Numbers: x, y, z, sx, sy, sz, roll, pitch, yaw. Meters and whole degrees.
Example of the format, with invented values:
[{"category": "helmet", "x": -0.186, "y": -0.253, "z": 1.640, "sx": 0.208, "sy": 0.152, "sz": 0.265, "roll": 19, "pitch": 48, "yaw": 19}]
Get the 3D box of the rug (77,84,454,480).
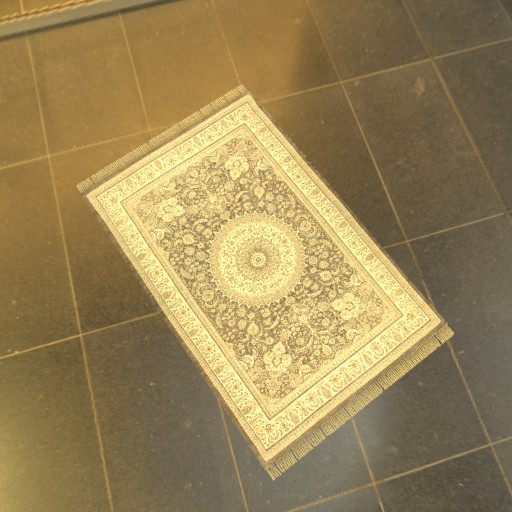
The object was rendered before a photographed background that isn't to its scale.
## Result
[{"category": "rug", "x": 0.000, "y": 0.000, "z": 4.366, "sx": 2.143, "sy": 0.015, "sz": 3.422, "roll": -35, "pitch": 76, "yaw": -10}]
